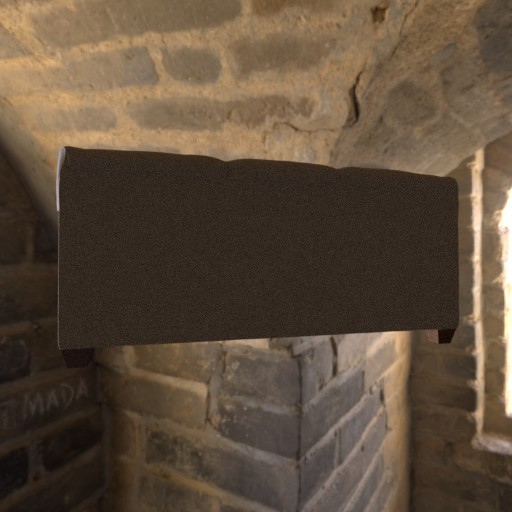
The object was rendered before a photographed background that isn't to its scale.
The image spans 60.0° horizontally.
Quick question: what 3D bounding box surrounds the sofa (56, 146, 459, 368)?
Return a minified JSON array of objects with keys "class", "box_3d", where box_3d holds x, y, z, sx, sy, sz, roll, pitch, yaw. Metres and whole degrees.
[{"class":"sofa","box_3d":[0.000,0.000,2.560,2.024,0.958,0.997,0,-1,-18]}]
